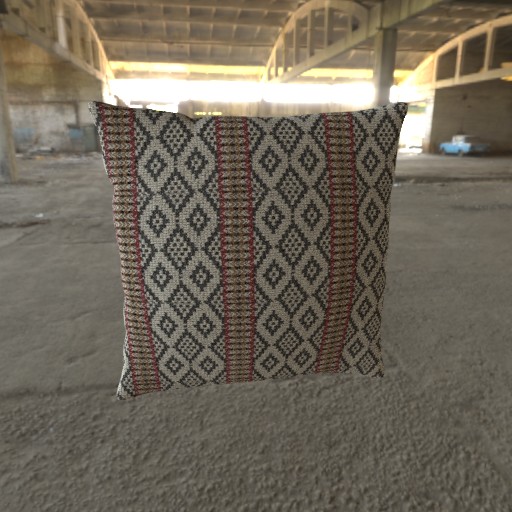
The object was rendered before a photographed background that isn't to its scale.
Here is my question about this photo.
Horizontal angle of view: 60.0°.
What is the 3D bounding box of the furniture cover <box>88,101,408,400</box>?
[{"bbox_3d":[0.000,0.000,0.762,0.503,0.506,0.182,-2,16,-9],"label":"furniture cover"}]
